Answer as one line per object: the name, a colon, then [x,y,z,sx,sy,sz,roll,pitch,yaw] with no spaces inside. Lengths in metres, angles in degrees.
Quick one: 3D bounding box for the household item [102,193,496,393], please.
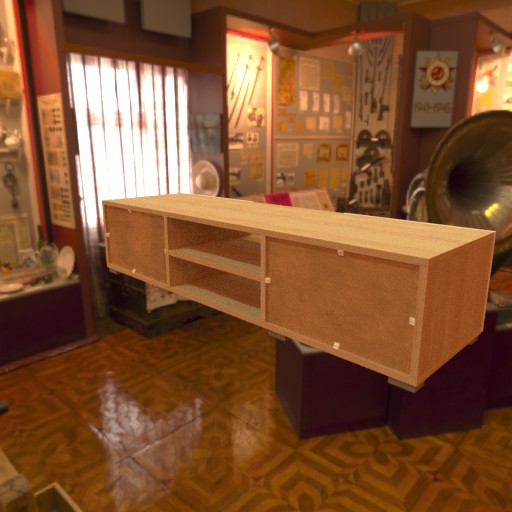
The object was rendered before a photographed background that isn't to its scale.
household item: [0.000,0.000,1.558,1.400,0.310,0.420,14,19,43]
